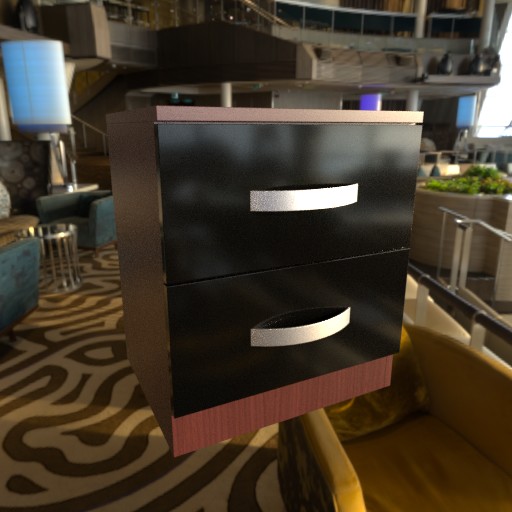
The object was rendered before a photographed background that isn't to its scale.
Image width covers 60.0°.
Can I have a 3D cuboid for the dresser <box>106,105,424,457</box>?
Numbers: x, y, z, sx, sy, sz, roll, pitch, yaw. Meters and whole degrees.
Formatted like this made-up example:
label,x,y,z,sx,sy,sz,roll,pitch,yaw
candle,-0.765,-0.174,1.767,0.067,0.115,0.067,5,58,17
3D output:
label,x,y,z,sx,sy,sz,roll,pitch,yaw
dresser,0.000,0.000,0.764,0.400,0.470,0.360,-8,18,-26
